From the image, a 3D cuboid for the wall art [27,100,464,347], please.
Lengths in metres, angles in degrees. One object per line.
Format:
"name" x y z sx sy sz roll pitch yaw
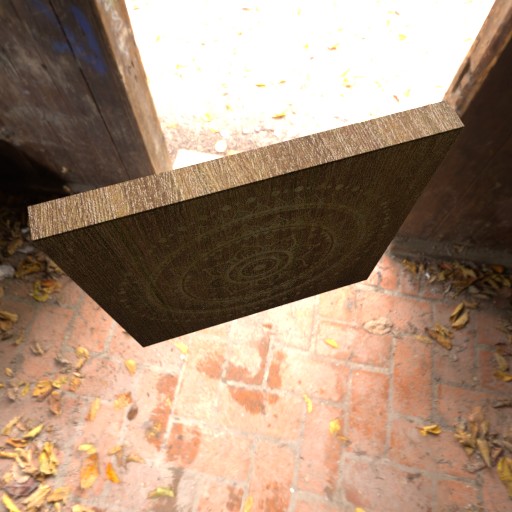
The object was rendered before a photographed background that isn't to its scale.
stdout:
"wall art" 0.000 0.000 0.586 0.406 0.403 0.039 -16 67 -7
